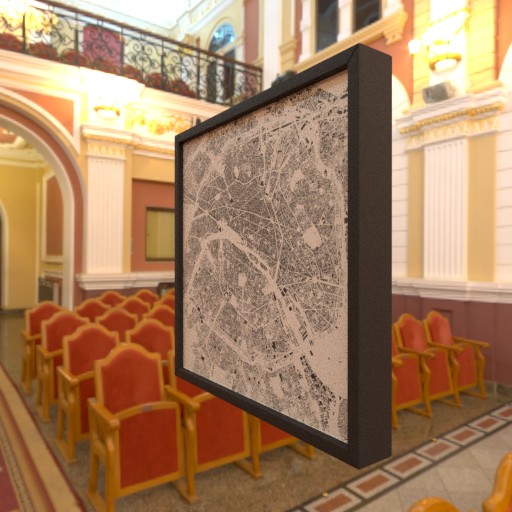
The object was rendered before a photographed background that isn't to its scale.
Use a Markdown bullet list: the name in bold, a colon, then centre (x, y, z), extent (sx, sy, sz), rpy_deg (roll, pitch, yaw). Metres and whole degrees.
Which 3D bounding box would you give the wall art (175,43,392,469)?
- **wall art**: centre (0.000, 0.000, 0.450), extent (0.037, 0.305, 0.305), rpy_deg (0, 0, -36)
